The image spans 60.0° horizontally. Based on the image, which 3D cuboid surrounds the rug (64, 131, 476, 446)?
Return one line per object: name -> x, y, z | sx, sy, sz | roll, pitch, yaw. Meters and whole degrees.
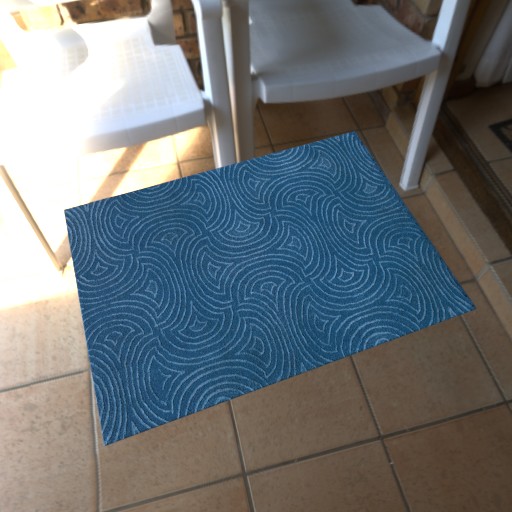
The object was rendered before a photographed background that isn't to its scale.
rug -> 0.000, 0.000, 2.741 | 2.144, 0.015, 1.543 | -17, 60, -10
